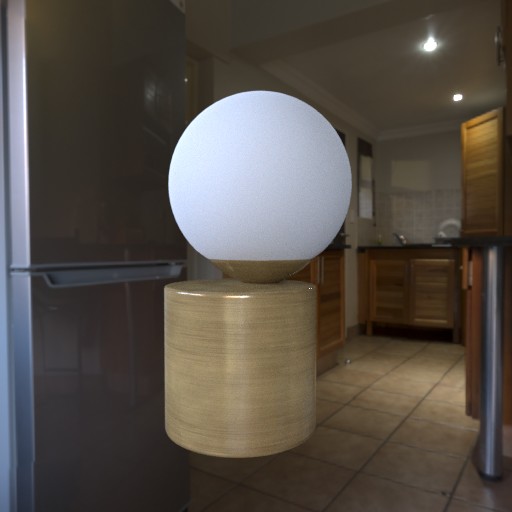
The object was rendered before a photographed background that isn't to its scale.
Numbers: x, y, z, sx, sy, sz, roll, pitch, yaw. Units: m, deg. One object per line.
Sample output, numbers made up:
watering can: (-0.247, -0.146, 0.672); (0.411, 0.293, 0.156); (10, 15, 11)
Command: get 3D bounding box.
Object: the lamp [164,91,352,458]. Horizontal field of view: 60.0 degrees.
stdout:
lamp: (0.000, 0.000, 0.347); (0.141, 0.250, 0.152); (1, 2, 36)
